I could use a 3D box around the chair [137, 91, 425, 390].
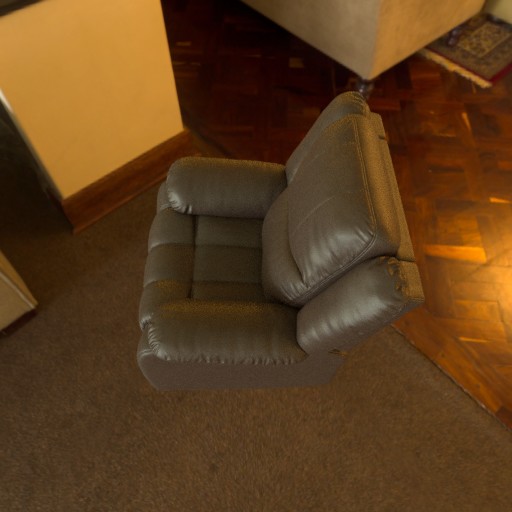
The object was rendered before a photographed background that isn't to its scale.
[{"bbox_3d":[0.000,0.000,1.739,0.934,1.009,0.899,-1,58,0],"label":"chair"}]
